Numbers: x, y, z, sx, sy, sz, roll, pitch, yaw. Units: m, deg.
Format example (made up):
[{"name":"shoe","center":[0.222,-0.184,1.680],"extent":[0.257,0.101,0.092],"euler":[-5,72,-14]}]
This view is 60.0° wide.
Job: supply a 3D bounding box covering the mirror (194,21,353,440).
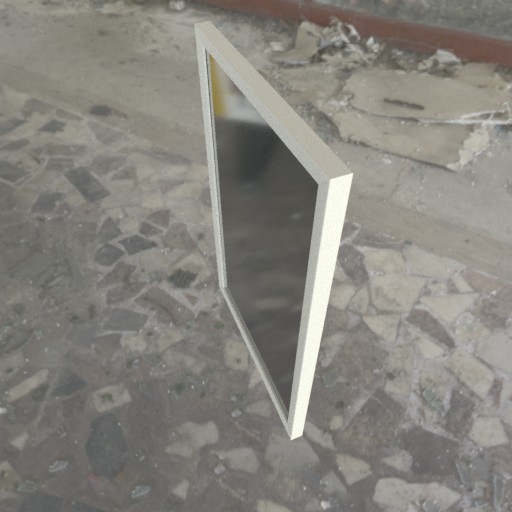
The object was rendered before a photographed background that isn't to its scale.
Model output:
[{"name":"mirror","center":[0.000,0.000,1.122],"extent":[0.041,0.914,0.609],"euler":[-17,49,-15]}]
